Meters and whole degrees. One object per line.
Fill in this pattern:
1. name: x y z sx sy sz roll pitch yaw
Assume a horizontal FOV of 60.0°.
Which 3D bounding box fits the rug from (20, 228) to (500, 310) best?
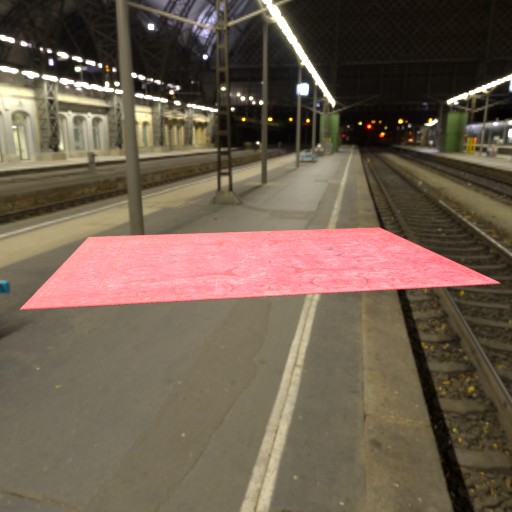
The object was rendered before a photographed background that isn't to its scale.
1. rug: 0.000 0.000 2.936 2.423 0.010 1.534 -2 15 -9
